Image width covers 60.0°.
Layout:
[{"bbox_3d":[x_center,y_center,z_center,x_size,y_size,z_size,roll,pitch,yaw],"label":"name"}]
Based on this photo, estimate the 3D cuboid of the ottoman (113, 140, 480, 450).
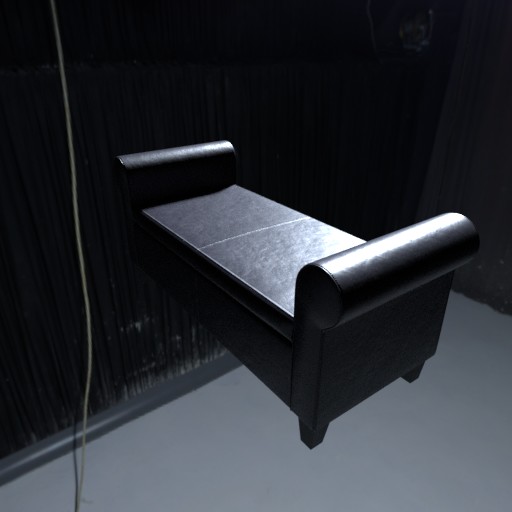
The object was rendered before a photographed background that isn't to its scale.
[{"bbox_3d":[0.000,0.000,1.547,0.521,0.547,1.256,-18,32,-32],"label":"ottoman"}]
